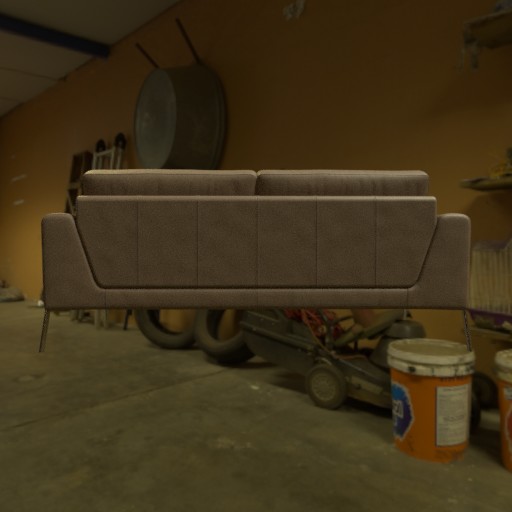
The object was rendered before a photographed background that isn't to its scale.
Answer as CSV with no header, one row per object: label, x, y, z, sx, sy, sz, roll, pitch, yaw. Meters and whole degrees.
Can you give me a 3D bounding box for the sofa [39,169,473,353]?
sofa,0.000,0.000,2.513,2.017,0.875,0.953,0,1,-1
